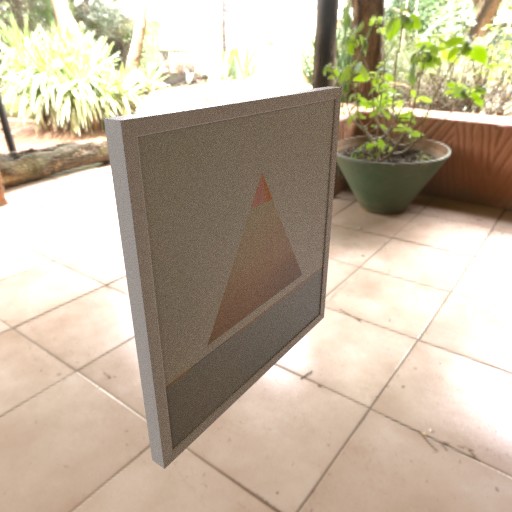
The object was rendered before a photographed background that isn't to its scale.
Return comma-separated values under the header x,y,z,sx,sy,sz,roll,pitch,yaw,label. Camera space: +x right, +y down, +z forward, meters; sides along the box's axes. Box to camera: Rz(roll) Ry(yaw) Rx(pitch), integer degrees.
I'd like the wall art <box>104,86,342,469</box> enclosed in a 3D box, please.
x,y,z,sx,sy,sz,roll,pitch,yaw,label
0.000,0.000,1.135,0.041,0.765,0.768,17,30,32,wall art
